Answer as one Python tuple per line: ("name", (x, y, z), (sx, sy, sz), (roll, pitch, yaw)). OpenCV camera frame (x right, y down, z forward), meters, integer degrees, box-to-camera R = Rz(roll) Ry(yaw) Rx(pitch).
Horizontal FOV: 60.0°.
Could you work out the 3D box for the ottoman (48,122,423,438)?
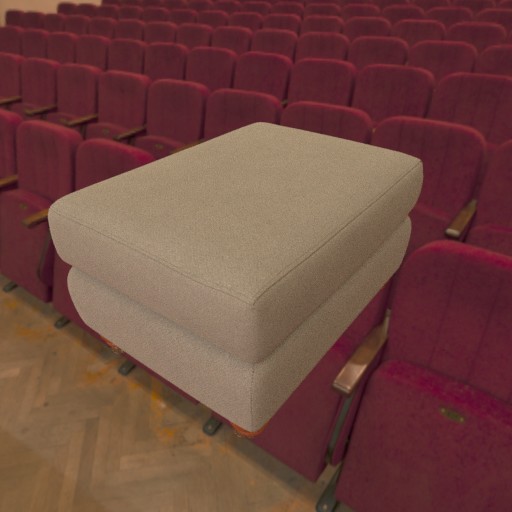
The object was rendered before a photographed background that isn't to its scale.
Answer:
("ottoman", (0.000, 0.000, 1.143), (0.569, 0.499, 0.773), (22, 39, 30))
